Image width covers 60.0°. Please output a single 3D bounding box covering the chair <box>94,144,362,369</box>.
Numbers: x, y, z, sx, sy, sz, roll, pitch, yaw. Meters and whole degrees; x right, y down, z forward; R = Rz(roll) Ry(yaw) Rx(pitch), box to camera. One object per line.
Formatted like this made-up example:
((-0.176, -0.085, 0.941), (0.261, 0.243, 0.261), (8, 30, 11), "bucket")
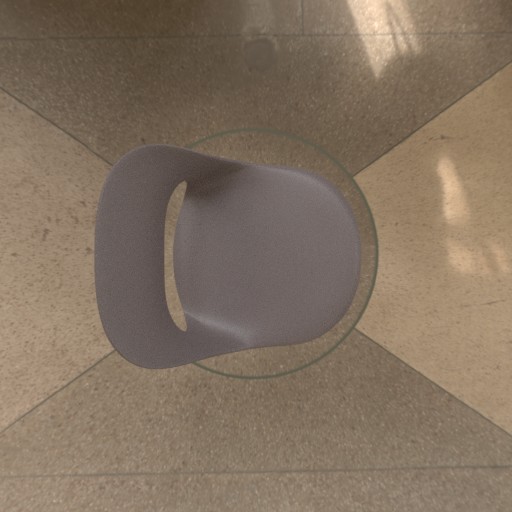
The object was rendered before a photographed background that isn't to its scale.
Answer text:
((0.000, 0.000, 1.150), (0.556, 0.794, 0.470), (0, 90, 0), "chair")
